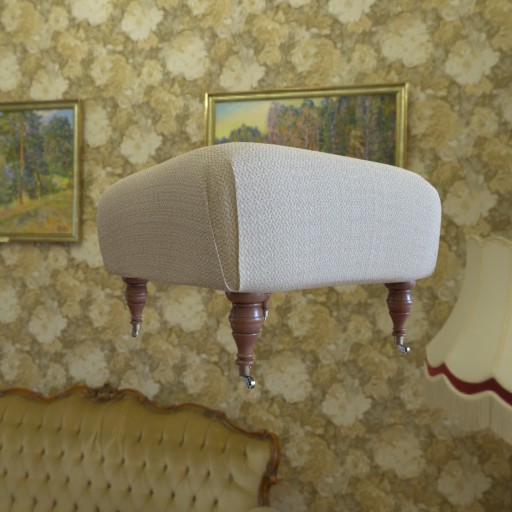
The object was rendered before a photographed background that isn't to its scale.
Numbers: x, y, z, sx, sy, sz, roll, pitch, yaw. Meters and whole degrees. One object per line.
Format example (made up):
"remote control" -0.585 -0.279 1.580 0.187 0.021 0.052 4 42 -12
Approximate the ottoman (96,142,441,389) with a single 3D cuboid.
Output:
"ottoman" 0.000 0.000 1.101 0.622 0.447 0.684 -1 1 -36
